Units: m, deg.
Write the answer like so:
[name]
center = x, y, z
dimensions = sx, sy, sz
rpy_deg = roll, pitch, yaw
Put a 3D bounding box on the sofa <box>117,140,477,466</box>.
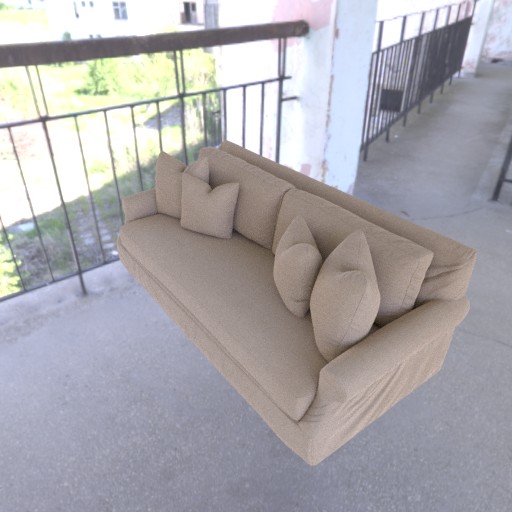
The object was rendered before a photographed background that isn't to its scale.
[sofa]
center = 0.000, 0.000, 2.774
dimensions = 1.067, 0.904, 2.285
rpy_deg = -22, 38, -31
